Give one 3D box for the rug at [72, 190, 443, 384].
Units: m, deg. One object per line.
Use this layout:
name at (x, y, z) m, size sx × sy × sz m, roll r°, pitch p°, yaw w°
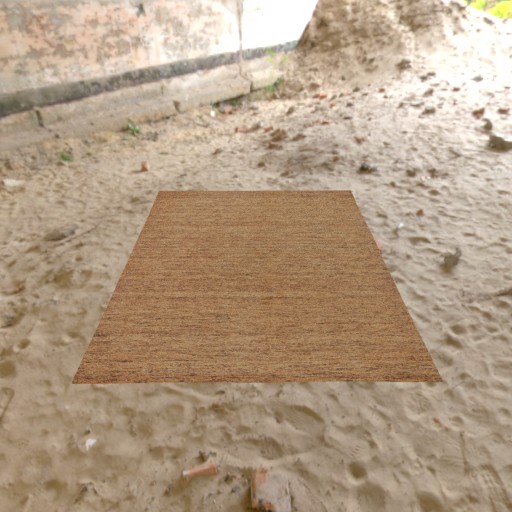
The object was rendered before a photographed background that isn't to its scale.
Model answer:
rug at (0.000, 0.000, 4.275) m, size 2.438 × 0.012 × 3.200 m, roll 0°, pitch 31°, yaw 0°
